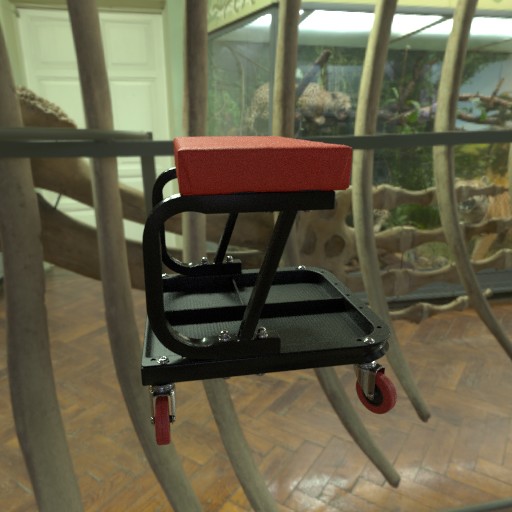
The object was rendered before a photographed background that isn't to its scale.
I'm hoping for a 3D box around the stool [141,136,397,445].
[{"bbox_3d":[0.000,0.000,0.748,0.371,0.380,0.446,-3,17,-10],"label":"stool"}]
